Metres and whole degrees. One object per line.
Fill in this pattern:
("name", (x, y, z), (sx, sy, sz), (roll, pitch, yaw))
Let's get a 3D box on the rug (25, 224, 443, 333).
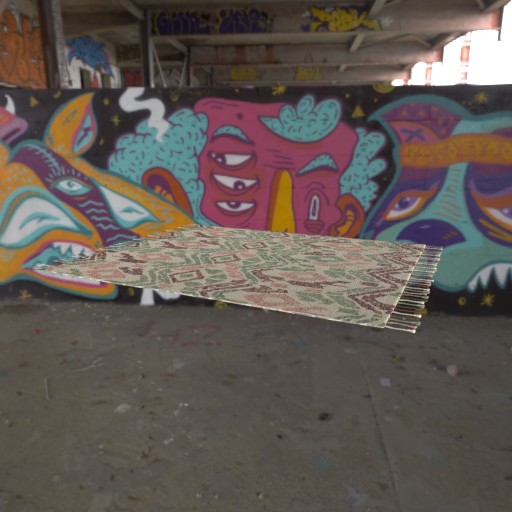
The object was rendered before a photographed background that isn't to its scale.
("rug", (0.000, 0.000, 4.036), (3.048, 0.010, 2.438), (7, 15, 25))
